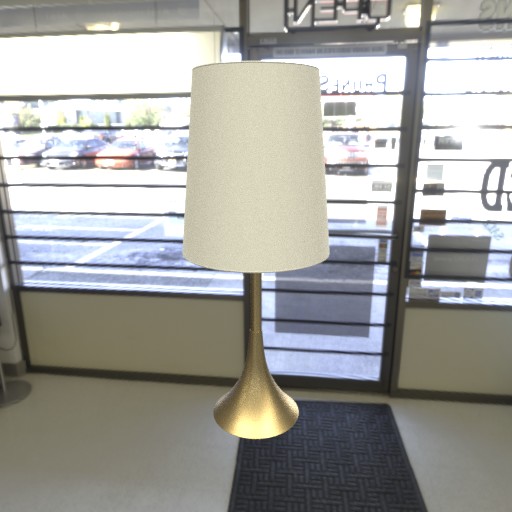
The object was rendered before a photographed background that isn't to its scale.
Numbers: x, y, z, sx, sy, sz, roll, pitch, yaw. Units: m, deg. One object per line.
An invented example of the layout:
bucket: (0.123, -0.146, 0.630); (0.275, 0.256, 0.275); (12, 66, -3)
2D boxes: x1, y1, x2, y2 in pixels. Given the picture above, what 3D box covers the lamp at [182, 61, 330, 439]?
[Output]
lamp: (0.000, 0.000, 0.706); (0.231, 0.569, 0.231); (0, 16, 0)
